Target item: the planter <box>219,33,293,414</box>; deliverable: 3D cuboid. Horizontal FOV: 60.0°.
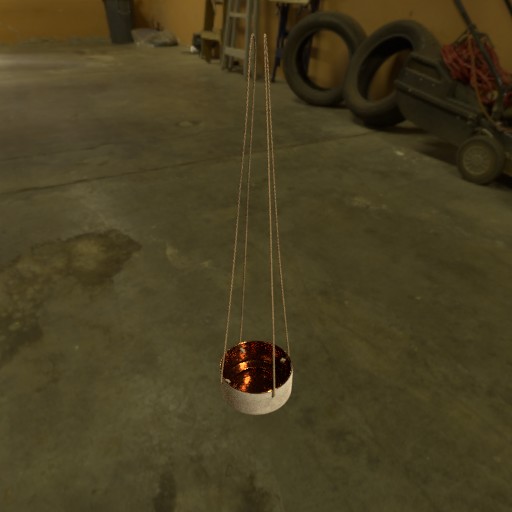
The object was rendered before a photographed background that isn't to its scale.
[{"bbox_3d":[0.000,0.000,1.144,0.223,1.030,0.223,10,33,15],"label":"planter"}]
